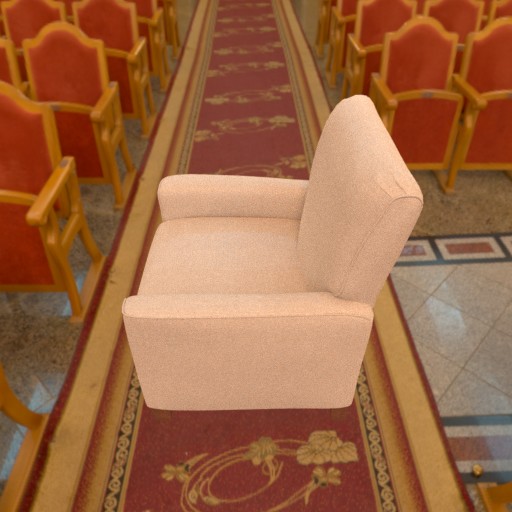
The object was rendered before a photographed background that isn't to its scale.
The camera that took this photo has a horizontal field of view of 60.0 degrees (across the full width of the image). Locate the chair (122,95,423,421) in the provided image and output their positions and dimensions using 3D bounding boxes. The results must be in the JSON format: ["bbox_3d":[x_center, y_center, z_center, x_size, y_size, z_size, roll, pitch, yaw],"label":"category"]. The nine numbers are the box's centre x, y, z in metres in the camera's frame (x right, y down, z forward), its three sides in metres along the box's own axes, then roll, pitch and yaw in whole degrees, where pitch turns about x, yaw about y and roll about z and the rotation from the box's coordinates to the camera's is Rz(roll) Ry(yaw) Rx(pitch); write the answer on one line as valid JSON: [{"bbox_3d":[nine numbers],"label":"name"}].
[{"bbox_3d":[0.000,0.000,1.661,0.858,1.023,0.841,0,40,0],"label":"chair"}]
